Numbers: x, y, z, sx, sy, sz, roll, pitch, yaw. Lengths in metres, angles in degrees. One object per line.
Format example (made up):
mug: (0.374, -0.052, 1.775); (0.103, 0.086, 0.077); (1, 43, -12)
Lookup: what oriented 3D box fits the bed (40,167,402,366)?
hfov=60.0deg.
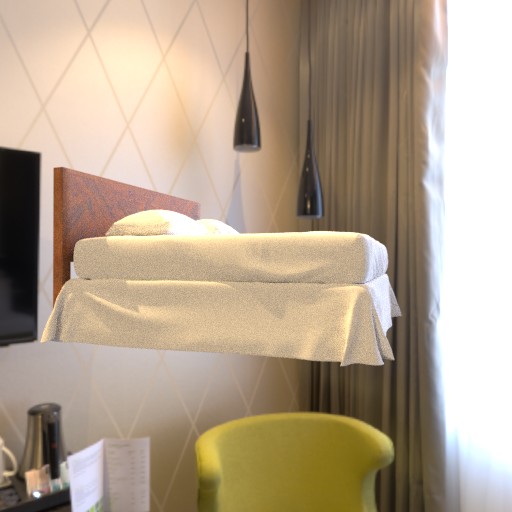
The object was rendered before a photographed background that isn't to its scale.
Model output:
bed: (0.000, 0.000, 3.519); (2.165, 1.158, 2.255); (0, 0, 19)
